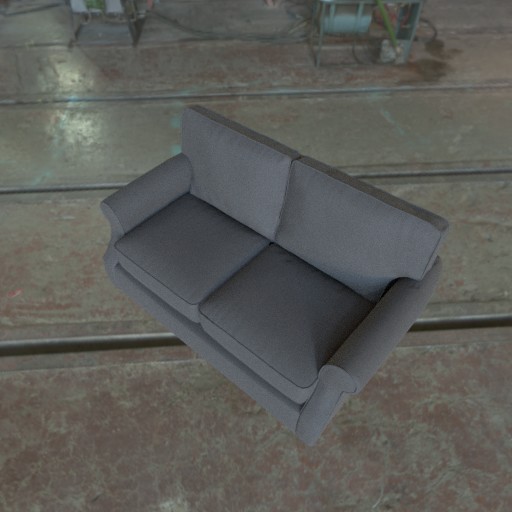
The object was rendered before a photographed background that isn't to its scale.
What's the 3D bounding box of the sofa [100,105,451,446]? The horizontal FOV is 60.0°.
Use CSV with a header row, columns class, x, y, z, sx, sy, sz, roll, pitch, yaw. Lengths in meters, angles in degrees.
class,x,y,z,sx,sy,sz,roll,pitch,yaw
sofa,0.000,0.000,2.304,1.665,0.937,0.964,32,55,26
